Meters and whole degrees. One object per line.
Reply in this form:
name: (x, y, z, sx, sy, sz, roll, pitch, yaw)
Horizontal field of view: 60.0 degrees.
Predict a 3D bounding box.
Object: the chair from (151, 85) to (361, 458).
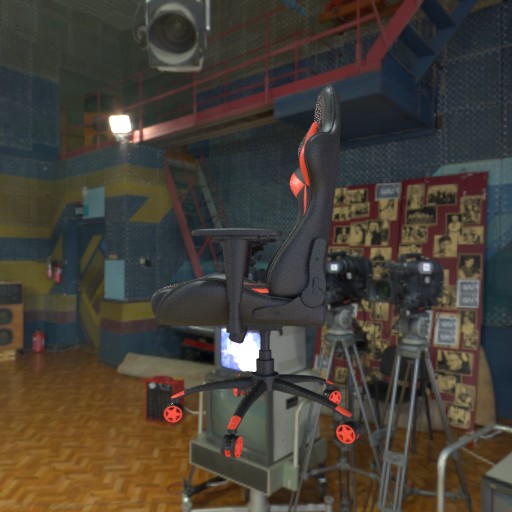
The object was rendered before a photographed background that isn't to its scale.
chair: (0.000, 0.000, 1.725, 0.730, 1.282, 0.695, 0, 0, 1)
